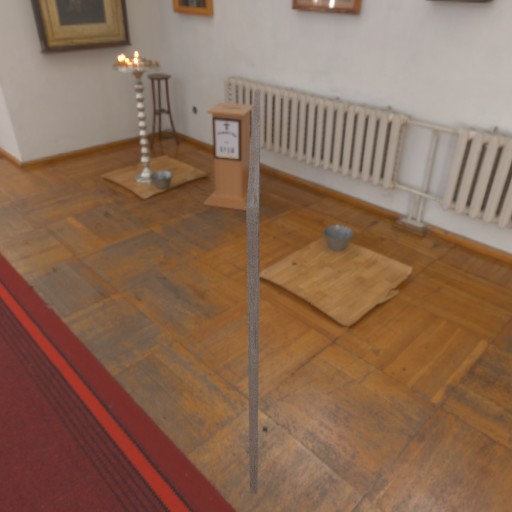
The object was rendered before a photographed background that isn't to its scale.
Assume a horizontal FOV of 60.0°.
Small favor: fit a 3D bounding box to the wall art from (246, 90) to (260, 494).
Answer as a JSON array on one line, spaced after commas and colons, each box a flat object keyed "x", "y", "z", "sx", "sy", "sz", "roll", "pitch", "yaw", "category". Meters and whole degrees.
[{"x": 0.000, "y": 0.000, "z": 1.340, "sx": 0.019, "sy": 0.774, "sz": 1.012, "roll": 0, "pitch": 30, "yaw": 1, "category": "wall art"}]
